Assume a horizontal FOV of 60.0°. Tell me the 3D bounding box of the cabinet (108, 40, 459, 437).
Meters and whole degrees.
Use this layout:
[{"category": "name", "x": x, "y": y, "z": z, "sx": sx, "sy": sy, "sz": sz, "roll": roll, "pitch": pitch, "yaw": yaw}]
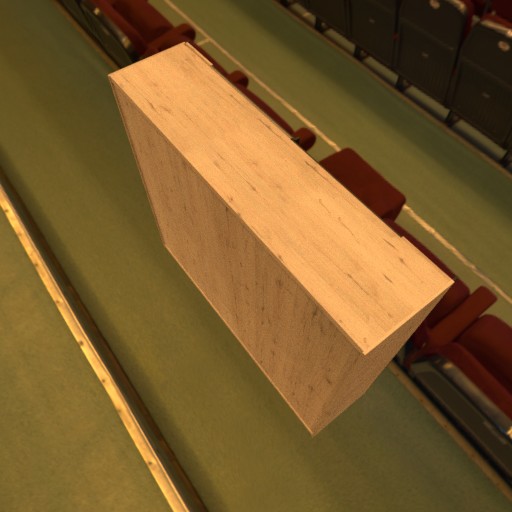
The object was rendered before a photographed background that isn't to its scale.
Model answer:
[{"category": "cabinet", "x": 0.000, "y": 0.000, "z": 3.566, "sx": 0.660, "sy": 2.180, "sz": 2.500, "roll": -33, "pitch": 64, "yaw": -18}]
